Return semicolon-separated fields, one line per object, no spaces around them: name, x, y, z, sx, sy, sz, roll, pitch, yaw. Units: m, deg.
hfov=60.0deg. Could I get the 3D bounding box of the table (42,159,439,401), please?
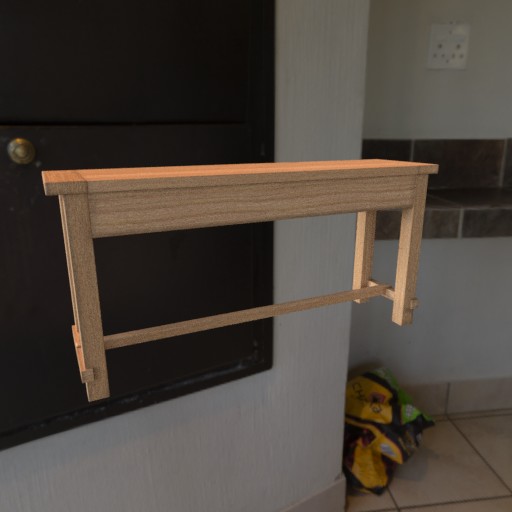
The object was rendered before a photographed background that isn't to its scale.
table;0.000;0.000;1.933;1.599;0.762;0.442;-8;18;-25
